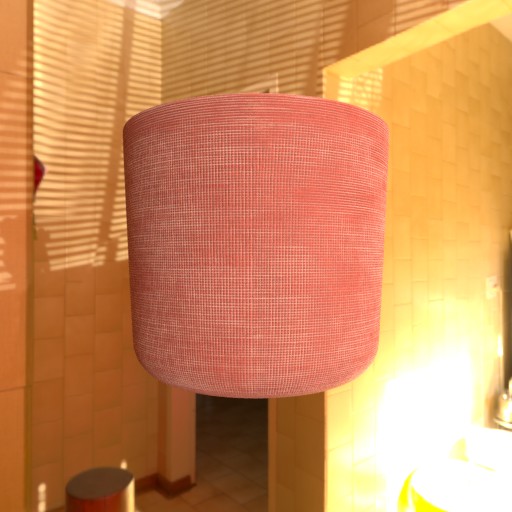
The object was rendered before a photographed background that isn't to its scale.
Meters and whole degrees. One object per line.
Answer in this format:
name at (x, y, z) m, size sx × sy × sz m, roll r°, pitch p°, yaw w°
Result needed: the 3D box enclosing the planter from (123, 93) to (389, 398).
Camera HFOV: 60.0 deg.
planter at (0.000, 0.000, 0.762) m, size 0.440 × 0.398 × 0.440 m, roll 0°, pitch 0°, yaw 0°
